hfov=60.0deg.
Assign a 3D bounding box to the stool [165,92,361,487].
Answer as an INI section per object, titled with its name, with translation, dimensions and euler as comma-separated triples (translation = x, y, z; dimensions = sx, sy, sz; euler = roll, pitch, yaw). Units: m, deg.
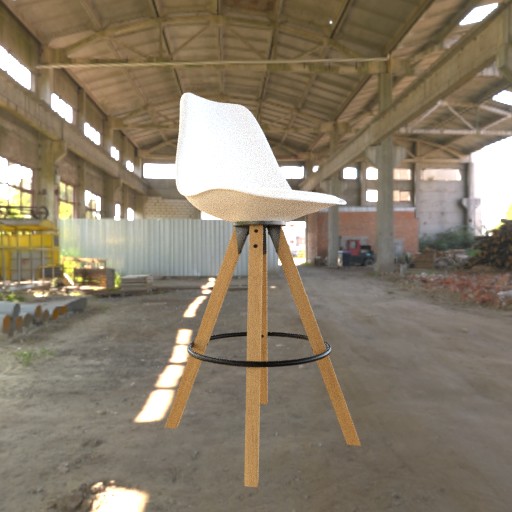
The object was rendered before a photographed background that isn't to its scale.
[stool]
translation = 0.000, 0.000, 1.388
dimensions = 0.482, 1.115, 0.549
euler = 0, 1, -37
